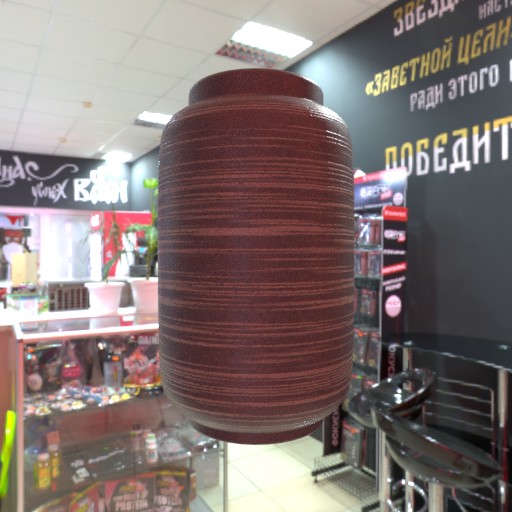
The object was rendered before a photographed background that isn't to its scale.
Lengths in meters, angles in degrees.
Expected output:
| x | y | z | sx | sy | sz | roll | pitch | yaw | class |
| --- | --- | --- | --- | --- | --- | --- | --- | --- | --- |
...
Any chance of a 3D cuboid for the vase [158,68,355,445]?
| x | y | z | sx | sy | sz | roll | pitch | yaw | class |
| --- | --- | --- | --- | --- | --- | --- | --- | --- | --- |
| 0.000 | 0.000 | 0.685 | 0.297 | 0.499 | 0.297 | 0 | 1 | 0 | vase |
